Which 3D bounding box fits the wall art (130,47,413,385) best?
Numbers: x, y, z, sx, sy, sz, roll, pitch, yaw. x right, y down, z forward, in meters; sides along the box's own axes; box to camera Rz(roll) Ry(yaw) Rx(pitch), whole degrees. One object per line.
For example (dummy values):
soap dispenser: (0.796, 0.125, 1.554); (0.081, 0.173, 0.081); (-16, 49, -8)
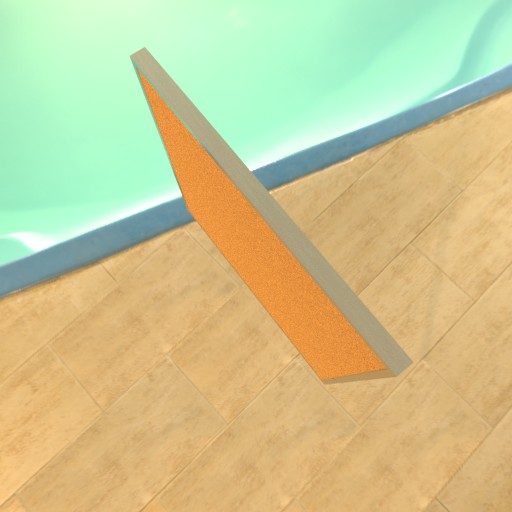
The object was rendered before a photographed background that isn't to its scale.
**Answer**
wall art: (0.000, 0.000, 1.209); (0.038, 0.806, 0.806); (-36, 76, -10)
